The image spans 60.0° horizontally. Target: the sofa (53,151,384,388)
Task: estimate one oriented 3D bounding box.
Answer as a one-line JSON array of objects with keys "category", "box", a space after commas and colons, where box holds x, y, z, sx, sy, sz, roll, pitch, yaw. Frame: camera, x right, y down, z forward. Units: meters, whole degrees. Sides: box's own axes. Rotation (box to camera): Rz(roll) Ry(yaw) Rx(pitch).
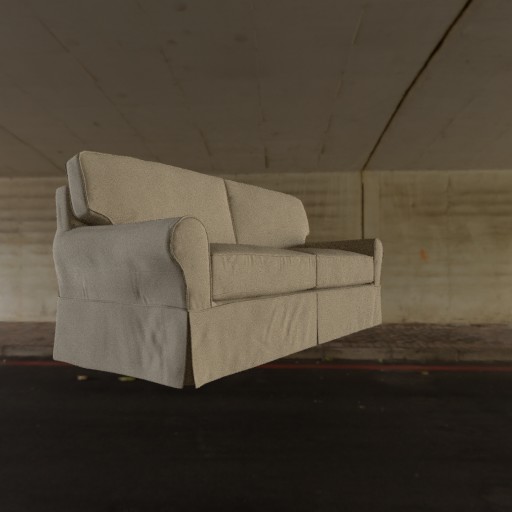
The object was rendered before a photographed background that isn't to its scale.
[{"category": "sofa", "box": [0.000, 0.000, 2.728, 0.900, 1.014, 2.246, 0, -1, 35]}]
